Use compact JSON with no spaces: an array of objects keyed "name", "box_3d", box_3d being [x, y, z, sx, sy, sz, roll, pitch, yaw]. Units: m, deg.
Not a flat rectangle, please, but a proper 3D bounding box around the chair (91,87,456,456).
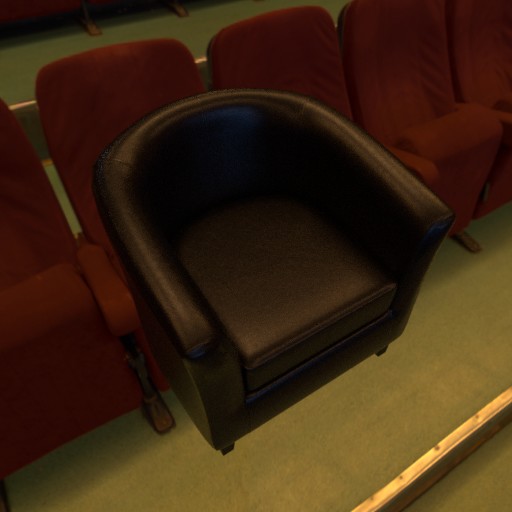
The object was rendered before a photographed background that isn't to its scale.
[{"name":"chair","box_3d":[0.000,0.000,1.354,0.793,0.756,0.727,-25,51,-22]}]
